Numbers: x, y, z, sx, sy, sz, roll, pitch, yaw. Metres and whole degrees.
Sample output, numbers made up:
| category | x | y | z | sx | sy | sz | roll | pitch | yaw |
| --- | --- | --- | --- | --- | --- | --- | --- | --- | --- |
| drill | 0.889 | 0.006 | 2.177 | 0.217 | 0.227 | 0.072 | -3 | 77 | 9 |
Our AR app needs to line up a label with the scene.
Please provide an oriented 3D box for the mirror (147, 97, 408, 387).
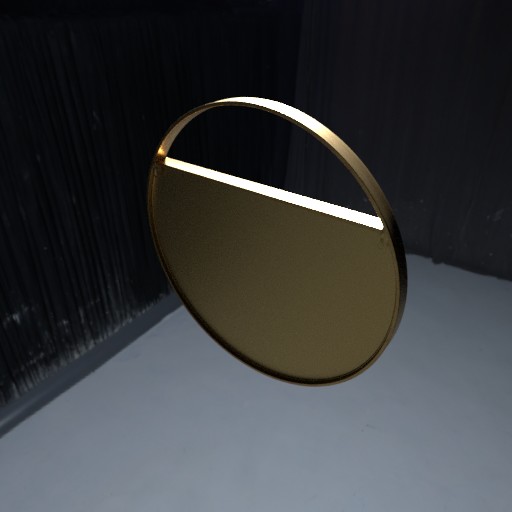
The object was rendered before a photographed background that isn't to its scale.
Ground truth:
| category | x | y | z | sx | sy | sz | roll | pitch | yaw |
| --- | --- | --- | --- | --- | --- | --- | --- | --- | --- |
| mirror | 0.000 | 0.000 | 0.835 | 0.565 | 0.565 | 0.032 | 21 | 37 | 31 |
